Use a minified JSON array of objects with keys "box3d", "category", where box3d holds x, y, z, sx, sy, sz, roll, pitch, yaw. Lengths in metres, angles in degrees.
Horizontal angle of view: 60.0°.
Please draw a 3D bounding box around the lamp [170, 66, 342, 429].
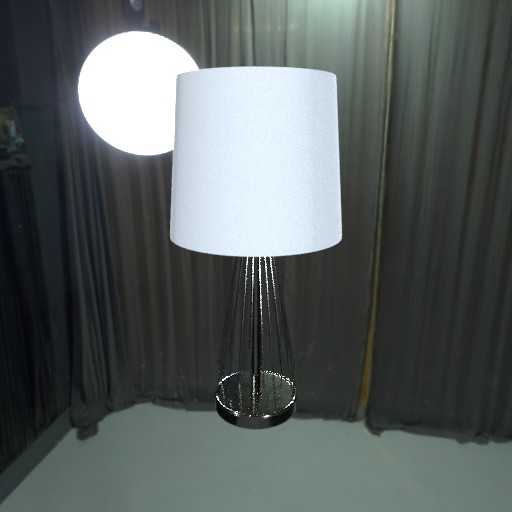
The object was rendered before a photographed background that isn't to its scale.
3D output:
[{"box3d":[0.000,0.000,0.807,0.303,0.618,0.303,0,16,0],"category":"lamp"}]
